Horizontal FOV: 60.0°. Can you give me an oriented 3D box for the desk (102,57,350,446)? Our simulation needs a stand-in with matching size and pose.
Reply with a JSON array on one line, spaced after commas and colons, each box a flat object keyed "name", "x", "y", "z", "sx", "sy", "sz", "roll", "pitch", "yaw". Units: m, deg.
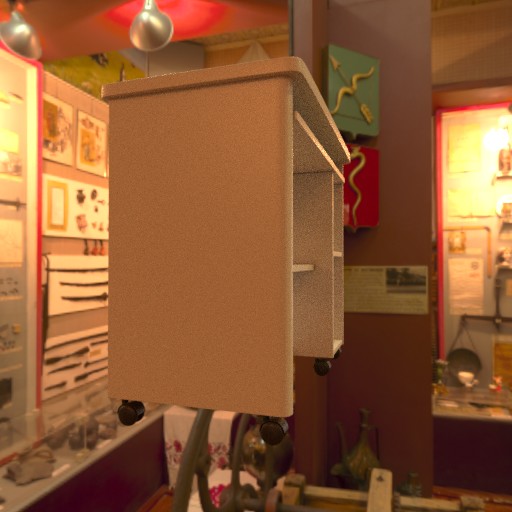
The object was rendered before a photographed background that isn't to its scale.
[{"name": "desk", "x": 0.000, "y": 0.000, "z": 1.337, "sx": 0.475, "sy": 0.763, "sz": 0.877, "roll": 0, "pitch": -1, "yaw": 18}]
